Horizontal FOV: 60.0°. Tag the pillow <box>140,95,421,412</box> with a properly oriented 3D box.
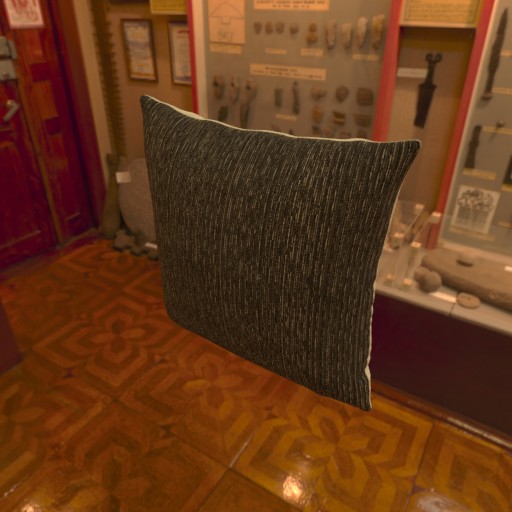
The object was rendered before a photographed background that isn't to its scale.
[{"bbox_3d":[0.000,0.000,0.690,0.433,0.434,0.196,19,36,28],"label":"pillow"}]
